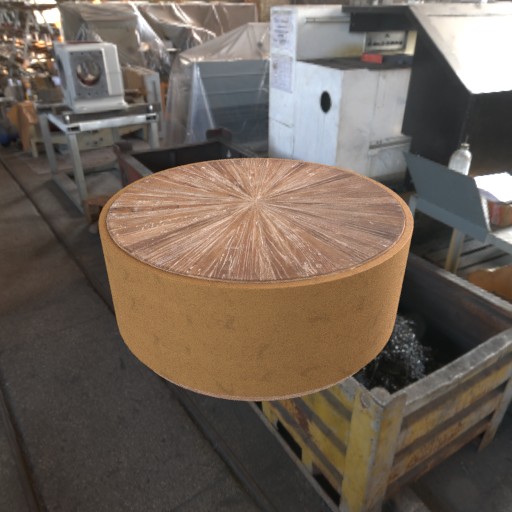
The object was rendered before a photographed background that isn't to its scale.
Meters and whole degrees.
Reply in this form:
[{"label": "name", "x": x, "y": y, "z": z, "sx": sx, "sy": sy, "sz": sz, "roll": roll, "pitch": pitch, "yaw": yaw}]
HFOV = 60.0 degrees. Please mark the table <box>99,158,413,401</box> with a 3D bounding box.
[{"label": "table", "x": 0.000, "y": 0.000, "z": 1.572, "sx": 1.001, "sy": 0.409, "sz": 1.001, "roll": 0, "pitch": 30, "yaw": 0}]
